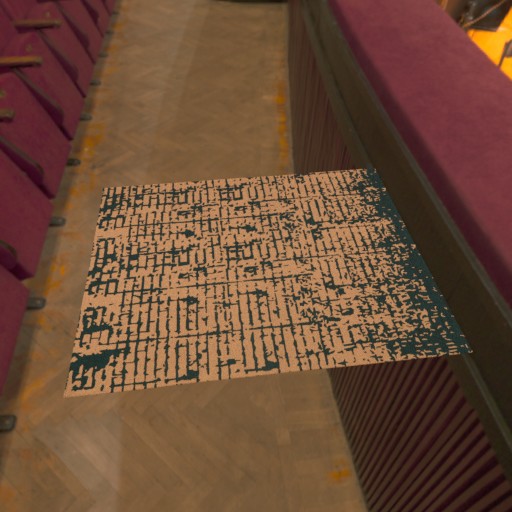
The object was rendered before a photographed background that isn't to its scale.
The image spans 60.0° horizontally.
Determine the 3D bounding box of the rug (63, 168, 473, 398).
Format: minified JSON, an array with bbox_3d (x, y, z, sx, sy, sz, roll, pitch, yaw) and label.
[{"bbox_3d":[0.000,0.000,4.064,3.017,0.014,2.416,-5,46,-5],"label":"rug"}]
